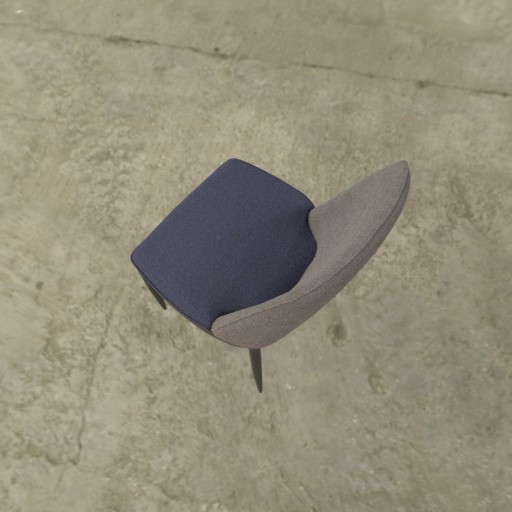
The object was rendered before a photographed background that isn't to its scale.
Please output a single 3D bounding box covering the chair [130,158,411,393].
[{"bbox_3d":[0.000,0.000,1.194,0.550,0.855,0.488,36,69,16],"label":"chair"}]
